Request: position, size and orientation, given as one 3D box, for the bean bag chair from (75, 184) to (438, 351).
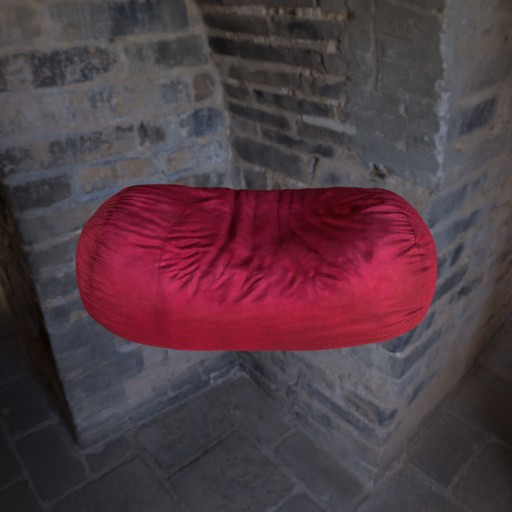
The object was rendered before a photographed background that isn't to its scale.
[{"bbox_3d":[0.000,0.000,2.929,2.293,0.867,1.216,1,30,1],"label":"bean bag chair"}]
